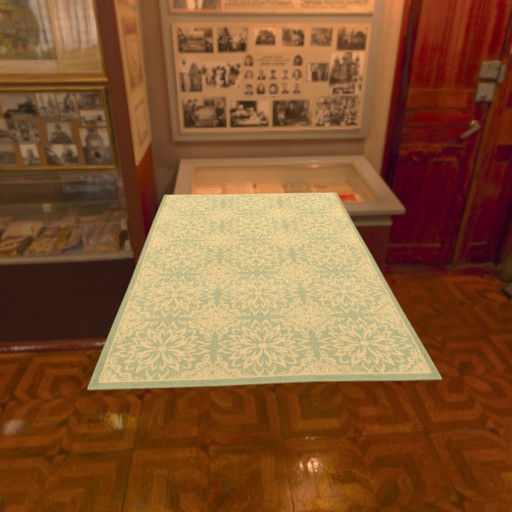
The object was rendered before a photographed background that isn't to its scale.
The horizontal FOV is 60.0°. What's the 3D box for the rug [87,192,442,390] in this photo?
[{"bbox_3d":[0.000,0.000,3.466,1.819,0.018,2.746,-1,28,-2],"label":"rug"}]
